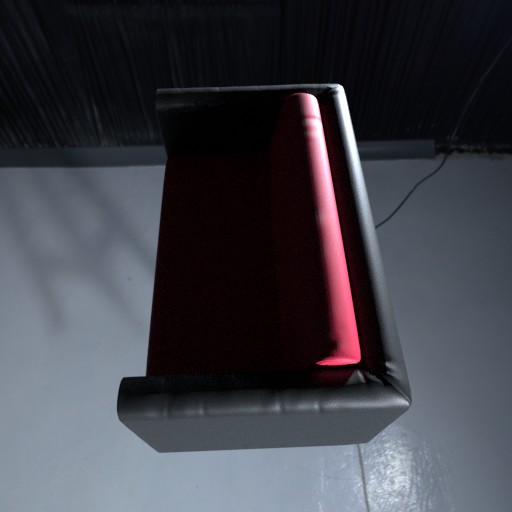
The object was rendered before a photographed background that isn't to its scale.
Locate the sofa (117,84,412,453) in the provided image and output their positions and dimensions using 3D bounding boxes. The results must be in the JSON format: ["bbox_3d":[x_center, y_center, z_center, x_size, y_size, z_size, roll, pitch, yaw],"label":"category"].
[{"bbox_3d":[0.000,0.000,1.855,0.845,0.735,1.410,-2,58,-1],"label":"sofa"}]
